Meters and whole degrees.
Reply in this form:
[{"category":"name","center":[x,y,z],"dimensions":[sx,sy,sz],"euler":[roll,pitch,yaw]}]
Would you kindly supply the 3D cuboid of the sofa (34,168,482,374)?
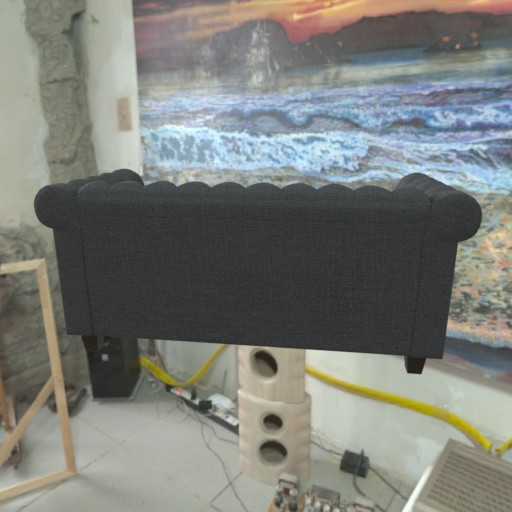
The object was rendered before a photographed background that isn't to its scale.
[{"category":"sofa","center":[0.000,0.000,2.201],"dimensions":[1.798,0.797,0.783],"euler":[2,17,7]}]
